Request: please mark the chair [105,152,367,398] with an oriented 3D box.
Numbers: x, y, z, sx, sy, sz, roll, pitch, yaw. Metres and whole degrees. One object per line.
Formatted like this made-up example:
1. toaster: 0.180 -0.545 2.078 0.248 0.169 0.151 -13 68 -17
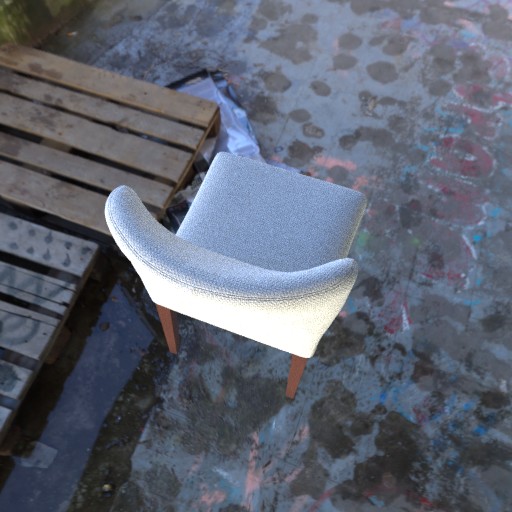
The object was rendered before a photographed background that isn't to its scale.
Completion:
1. chair: 0.000 0.000 1.204 0.491 0.839 0.589 18 65 9
